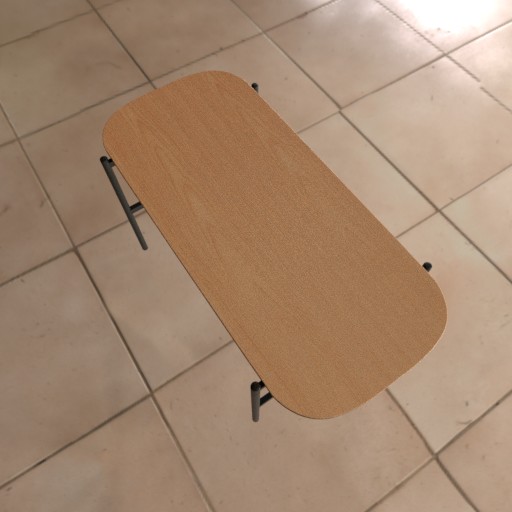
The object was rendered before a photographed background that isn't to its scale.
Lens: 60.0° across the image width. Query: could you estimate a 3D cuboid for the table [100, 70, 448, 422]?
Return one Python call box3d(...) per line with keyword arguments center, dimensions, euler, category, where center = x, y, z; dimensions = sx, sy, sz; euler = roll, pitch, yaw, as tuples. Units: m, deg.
box3d(center=(0.000, 0.000, 1.046), dimensions=(0.400, 0.400, 0.800), euler=(-31, 67, -15), category="table")
